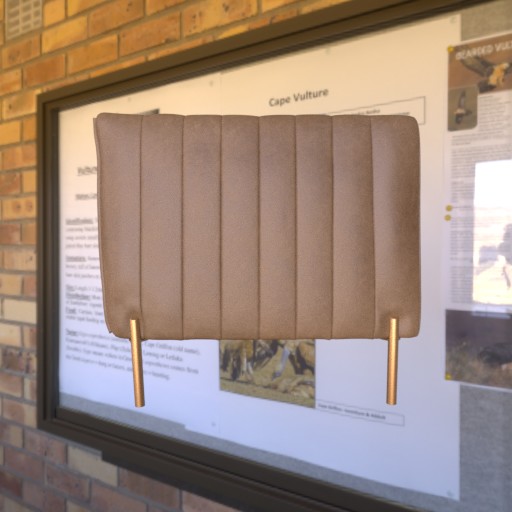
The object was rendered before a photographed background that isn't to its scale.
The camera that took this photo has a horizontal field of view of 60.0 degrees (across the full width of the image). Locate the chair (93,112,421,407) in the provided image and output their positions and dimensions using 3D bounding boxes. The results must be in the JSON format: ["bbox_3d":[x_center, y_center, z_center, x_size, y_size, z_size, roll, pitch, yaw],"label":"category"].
[{"bbox_3d":[0.000,0.000,1.612,0.876,0.779,0.981,0,0,-1],"label":"chair"}]
